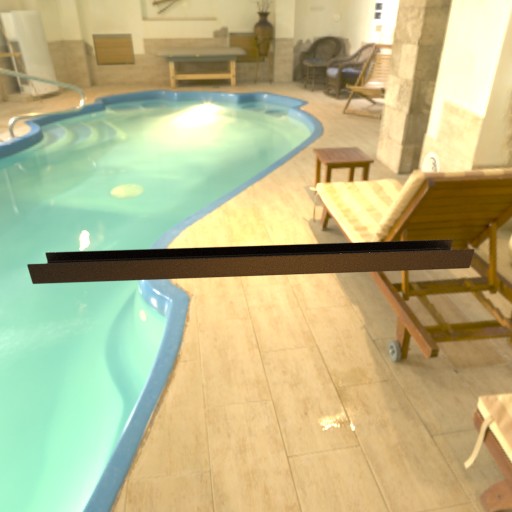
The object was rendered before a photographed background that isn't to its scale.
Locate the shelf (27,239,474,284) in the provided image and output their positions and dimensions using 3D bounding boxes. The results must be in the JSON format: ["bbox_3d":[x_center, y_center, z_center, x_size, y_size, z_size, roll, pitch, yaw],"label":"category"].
[{"bbox_3d":[0.000,0.000,0.965,0.924,0.049,0.092,-2,30,-3],"label":"shelf"}]
